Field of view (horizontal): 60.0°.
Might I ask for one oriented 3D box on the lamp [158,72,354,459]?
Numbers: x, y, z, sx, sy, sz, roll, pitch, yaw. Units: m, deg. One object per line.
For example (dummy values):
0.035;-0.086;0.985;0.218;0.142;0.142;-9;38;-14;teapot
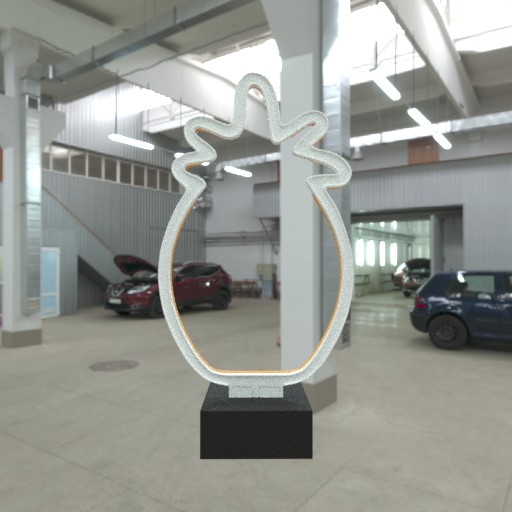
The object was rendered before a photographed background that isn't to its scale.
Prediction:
0.000;0.000;0.390;0.167;0.317;0.088;0;-1;0;lamp
